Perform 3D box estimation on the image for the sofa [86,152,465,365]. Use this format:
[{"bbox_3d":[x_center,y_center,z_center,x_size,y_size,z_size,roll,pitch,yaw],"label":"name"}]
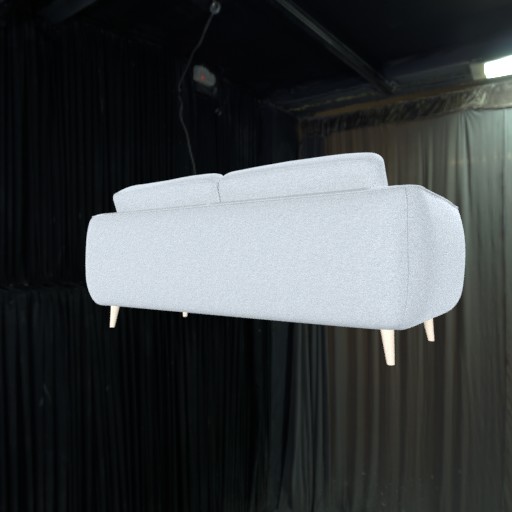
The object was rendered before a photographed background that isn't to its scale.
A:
[{"bbox_3d":[0.000,0.000,2.445,2.000,0.850,0.920,0,-1,35],"label":"sofa"}]
